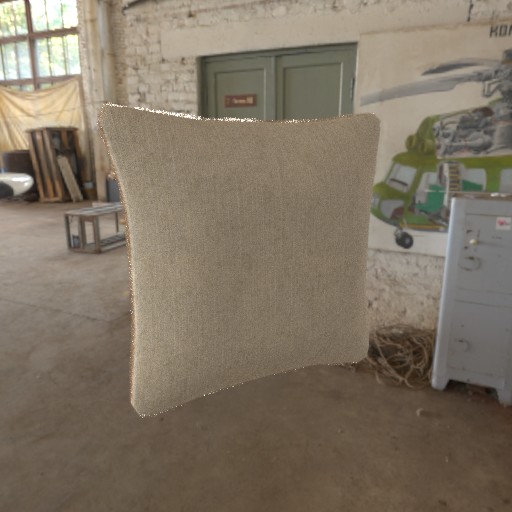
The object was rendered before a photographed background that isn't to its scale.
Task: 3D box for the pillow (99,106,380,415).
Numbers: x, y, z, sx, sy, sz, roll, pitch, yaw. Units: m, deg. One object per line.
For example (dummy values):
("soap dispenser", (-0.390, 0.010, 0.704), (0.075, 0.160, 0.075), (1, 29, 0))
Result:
("pillow", (0.000, 0.000, 0.829), (0.538, 0.525, 0.216), (-7, 16, -27))
